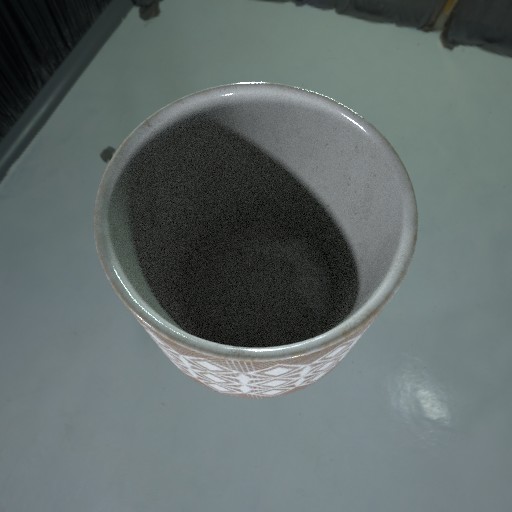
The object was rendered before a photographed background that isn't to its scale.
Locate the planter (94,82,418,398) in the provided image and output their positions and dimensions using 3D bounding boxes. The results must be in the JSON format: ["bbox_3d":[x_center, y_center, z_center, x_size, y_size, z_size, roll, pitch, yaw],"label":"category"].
[{"bbox_3d":[0.000,0.000,0.221,0.126,0.104,0.126,0,65,0],"label":"planter"}]
